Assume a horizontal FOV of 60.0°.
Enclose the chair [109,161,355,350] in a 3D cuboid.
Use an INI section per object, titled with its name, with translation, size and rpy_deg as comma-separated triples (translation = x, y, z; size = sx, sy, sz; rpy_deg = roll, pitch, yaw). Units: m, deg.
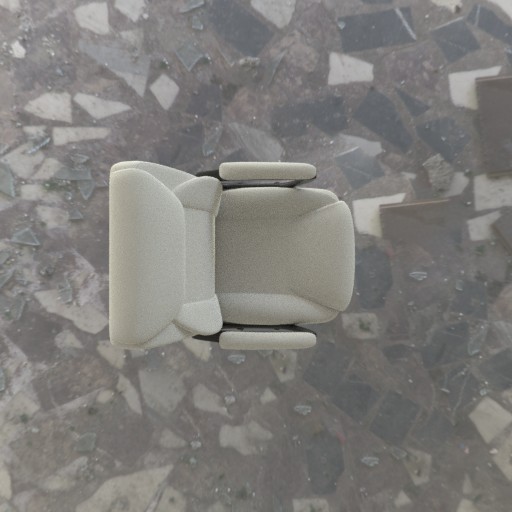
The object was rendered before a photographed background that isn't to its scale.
[chair]
translation = 0.000, 0.000, 1.474
size = 0.669, 1.065, 0.663
rpy_deg = 0, 90, -1
